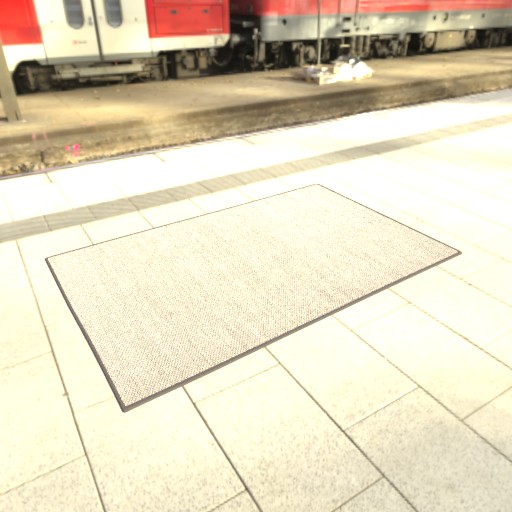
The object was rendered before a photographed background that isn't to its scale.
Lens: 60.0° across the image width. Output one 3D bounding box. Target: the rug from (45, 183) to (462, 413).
[{"bbox_3d":[0.000,0.000,2.095,1.676,0.013,1.067,-19,36,-29],"label":"rug"}]
